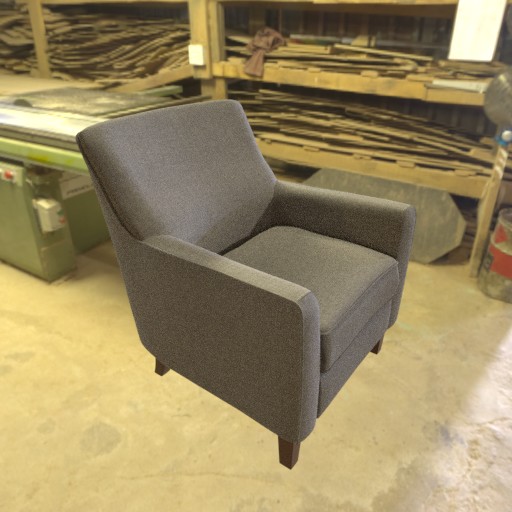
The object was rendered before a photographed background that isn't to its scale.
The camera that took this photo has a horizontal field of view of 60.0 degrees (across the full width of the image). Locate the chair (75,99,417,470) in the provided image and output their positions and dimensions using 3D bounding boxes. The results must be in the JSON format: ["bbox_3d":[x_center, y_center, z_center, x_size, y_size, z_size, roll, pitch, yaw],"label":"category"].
[{"bbox_3d":[0.000,0.000,1.772,0.993,1.047,0.887,19,33,32],"label":"chair"}]
